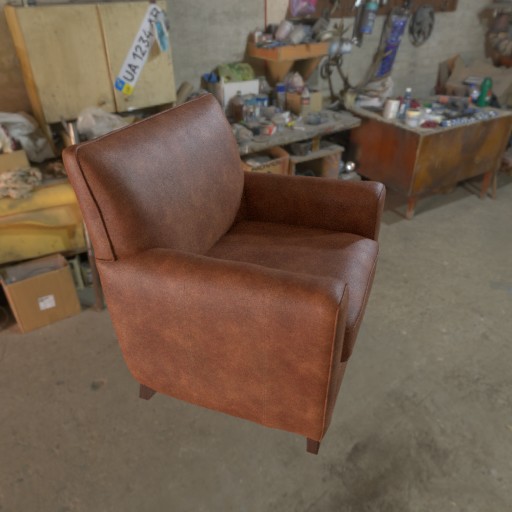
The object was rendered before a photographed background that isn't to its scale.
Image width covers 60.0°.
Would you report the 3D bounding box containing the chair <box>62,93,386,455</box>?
[{"bbox_3d":[0.000,0.000,1.597,0.823,0.943,0.870,11,32,18],"label":"chair"}]
